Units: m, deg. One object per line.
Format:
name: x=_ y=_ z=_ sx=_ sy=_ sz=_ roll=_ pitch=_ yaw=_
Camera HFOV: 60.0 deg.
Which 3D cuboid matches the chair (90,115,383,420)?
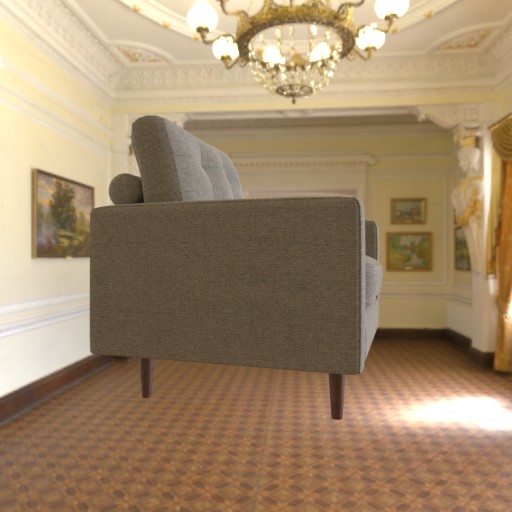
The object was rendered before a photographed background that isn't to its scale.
chair: x=0.000 y=0.000 z=1.558 sx=0.843 sy=0.880 sz=0.821 roll=0 pitch=0 yaw=18
